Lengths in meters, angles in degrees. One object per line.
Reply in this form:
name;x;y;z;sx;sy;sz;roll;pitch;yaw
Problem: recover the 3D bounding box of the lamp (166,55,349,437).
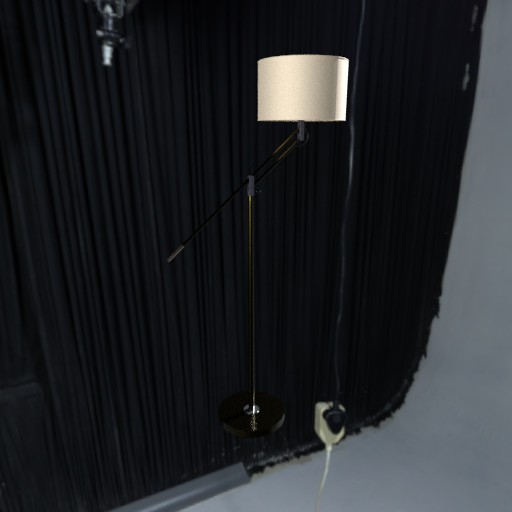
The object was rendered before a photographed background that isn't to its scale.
lamp;0.000;0.000;1.974;0.809;1.635;0.373;-8;18;-25
